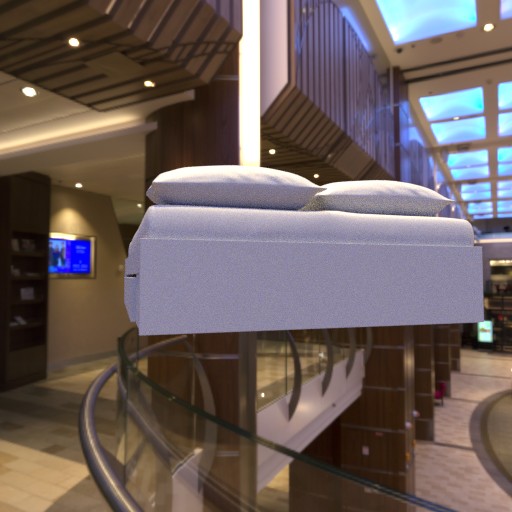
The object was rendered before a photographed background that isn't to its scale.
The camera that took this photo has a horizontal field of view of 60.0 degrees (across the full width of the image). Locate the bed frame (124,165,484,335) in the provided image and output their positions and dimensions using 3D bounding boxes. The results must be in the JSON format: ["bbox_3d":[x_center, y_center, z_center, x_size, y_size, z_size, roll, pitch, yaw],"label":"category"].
[{"bbox_3d":[0.000,0.000,2.613,1.450,0.629,1.950,1,-3,-17],"label":"bed frame"}]
